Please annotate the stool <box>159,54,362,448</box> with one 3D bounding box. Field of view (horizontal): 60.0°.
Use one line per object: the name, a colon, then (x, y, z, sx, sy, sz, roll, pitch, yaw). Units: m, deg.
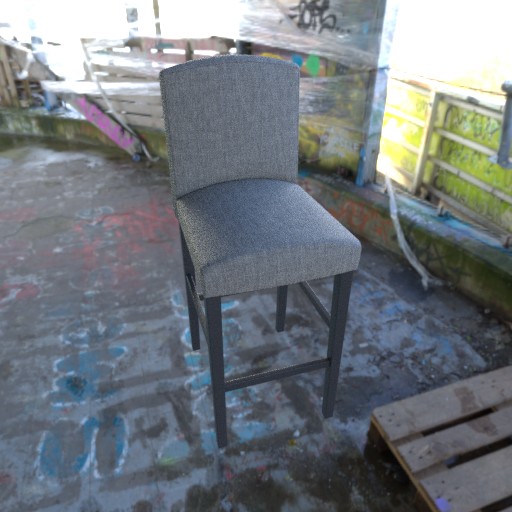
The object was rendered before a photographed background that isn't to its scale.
stool: (0.000, 0.000, 1.439, 0.451, 1.138, 0.552, -10, 33, -15)
